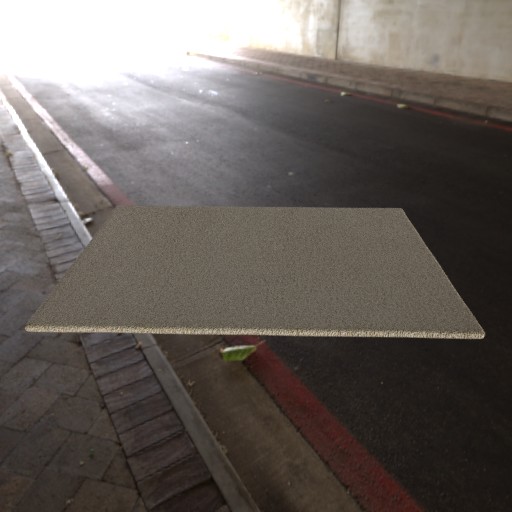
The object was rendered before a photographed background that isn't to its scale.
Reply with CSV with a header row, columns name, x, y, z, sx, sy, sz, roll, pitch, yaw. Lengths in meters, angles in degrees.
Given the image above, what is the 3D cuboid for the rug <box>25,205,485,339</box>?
name,x,y,z,sx,sy,sz,roll,pitch,yaw
rug,0.000,0.000,2.234,1.778,0.030,1.219,1,29,1
